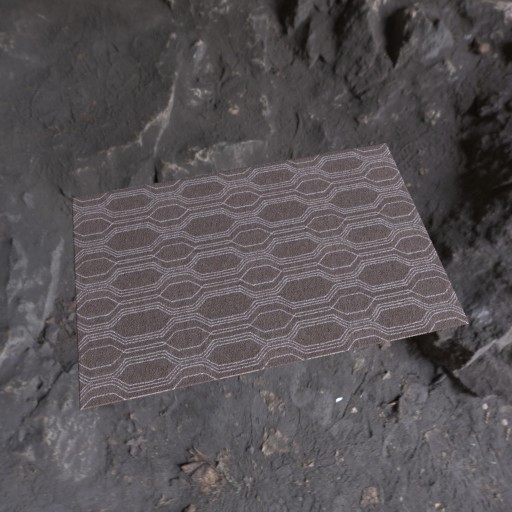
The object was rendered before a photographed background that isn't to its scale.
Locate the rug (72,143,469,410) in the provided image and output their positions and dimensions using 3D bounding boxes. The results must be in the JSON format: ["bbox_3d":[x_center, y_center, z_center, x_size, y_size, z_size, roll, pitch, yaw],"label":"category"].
[{"bbox_3d":[0.000,0.000,3.062,2.457,0.012,1.541,-11,63,-6],"label":"rug"}]
